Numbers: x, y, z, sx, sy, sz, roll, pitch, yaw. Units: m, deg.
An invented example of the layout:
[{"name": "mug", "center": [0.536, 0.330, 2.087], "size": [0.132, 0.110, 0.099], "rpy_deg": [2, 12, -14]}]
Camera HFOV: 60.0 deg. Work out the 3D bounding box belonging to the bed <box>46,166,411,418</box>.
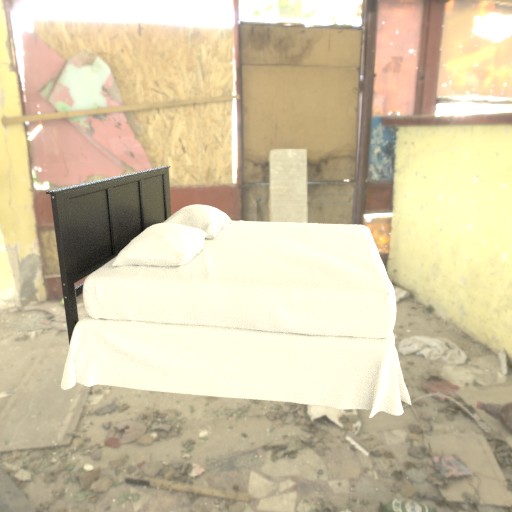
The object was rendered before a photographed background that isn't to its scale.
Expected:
[{"name": "bed", "center": [0.000, 0.000, 3.614], "size": [2.219, 1.271, 2.315], "rpy_deg": [3, 16, 9]}]
